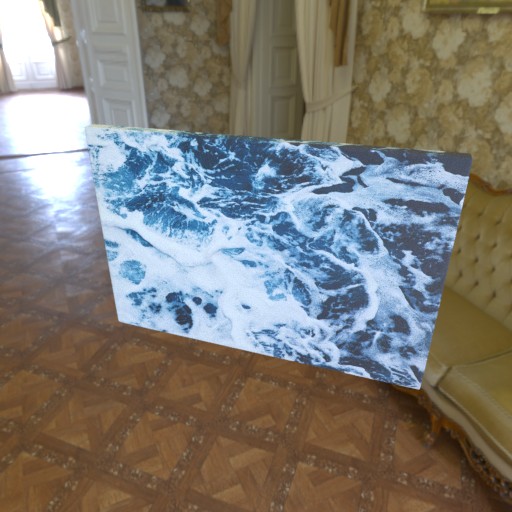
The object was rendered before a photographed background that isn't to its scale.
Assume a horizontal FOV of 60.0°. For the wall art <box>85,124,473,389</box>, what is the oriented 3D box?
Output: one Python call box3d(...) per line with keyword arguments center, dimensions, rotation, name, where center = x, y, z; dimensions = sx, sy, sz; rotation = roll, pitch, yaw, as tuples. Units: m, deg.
box3d(center=(0.000, 0.000, 1.158), dimensions=(0.915, 0.610, 0.042), rotation=(9, 29, 17), name="wall art")
